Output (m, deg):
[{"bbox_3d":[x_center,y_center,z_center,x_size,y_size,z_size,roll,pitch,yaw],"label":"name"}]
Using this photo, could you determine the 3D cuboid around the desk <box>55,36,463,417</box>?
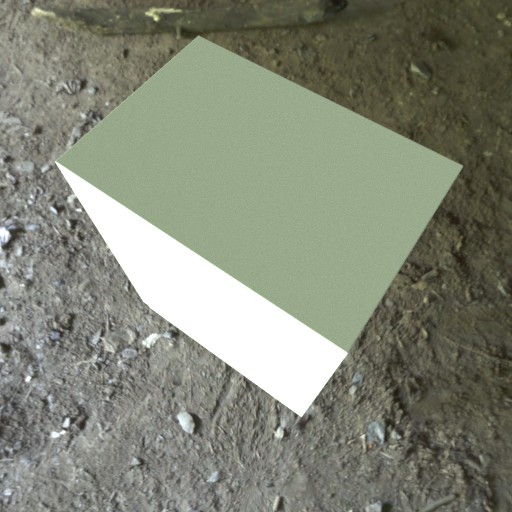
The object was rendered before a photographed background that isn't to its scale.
[{"bbox_3d":[0.000,0.000,1.101,0.600,0.730,0.404,32,68,15],"label":"desk"}]
